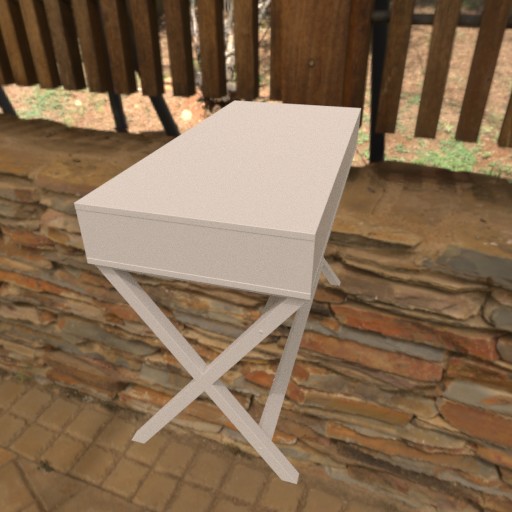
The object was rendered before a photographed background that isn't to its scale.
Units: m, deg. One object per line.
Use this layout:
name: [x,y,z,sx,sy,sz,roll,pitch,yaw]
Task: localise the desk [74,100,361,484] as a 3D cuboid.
desk: [0.000,0.000,1.498,0.525,0.780,1.057,8,32,14]
